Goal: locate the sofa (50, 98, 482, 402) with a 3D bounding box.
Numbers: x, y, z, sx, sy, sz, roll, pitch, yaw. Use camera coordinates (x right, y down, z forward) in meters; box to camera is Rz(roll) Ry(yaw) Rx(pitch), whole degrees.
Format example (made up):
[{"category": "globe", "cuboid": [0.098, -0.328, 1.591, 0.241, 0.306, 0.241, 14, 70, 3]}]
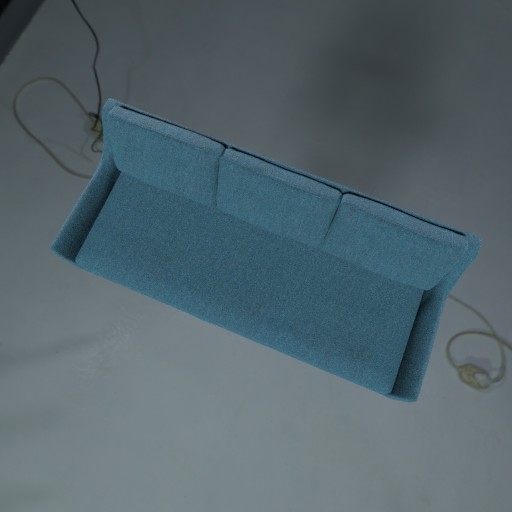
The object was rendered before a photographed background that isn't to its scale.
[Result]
[{"category": "sofa", "cuboid": [0.000, 0.000, 2.459, 2.060, 0.837, 0.849, 22, 76, 6]}]
